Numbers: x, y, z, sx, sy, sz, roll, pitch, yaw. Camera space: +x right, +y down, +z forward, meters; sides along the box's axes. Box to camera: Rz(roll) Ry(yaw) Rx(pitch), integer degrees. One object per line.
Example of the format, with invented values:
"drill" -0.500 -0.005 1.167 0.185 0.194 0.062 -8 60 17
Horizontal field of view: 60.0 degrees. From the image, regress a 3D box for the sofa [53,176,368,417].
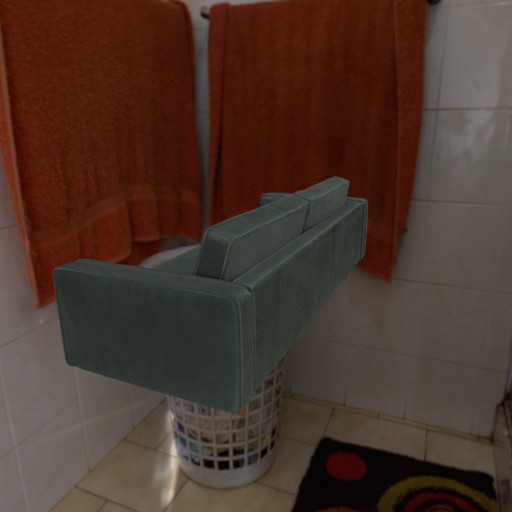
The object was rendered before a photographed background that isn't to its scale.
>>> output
"sofa" 0.000 0.000 2.637 0.886 0.781 2.214 8 18 24
